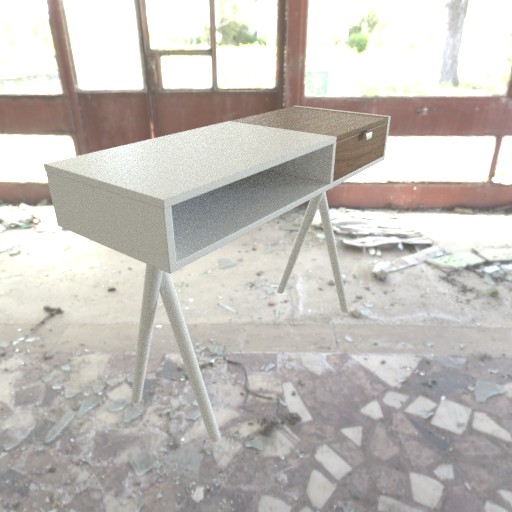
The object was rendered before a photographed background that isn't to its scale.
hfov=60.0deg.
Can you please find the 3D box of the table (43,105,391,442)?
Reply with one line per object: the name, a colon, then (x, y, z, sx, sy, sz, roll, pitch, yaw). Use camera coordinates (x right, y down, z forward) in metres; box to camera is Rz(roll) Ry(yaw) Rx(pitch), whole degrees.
table: (0.000, 0.000, 1.461, 0.418, 0.785, 1.066, 19, 33, 32)
